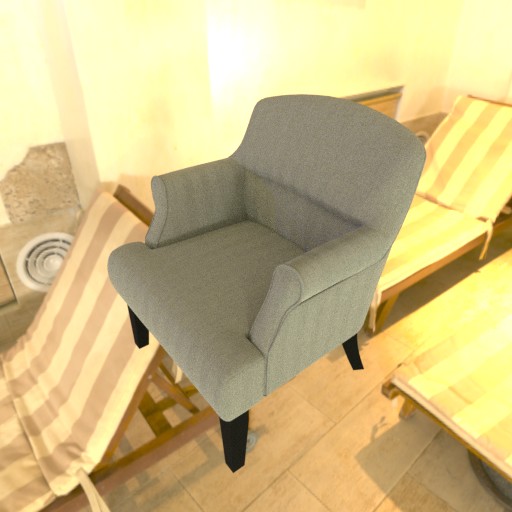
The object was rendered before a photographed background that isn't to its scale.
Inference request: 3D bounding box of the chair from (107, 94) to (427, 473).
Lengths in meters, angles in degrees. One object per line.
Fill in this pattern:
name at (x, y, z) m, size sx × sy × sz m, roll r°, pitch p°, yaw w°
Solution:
chair at (0.000, 0.000, 1.431) m, size 0.755 × 0.880 × 0.772 m, roll -22°, pitch 39°, yaw -31°
